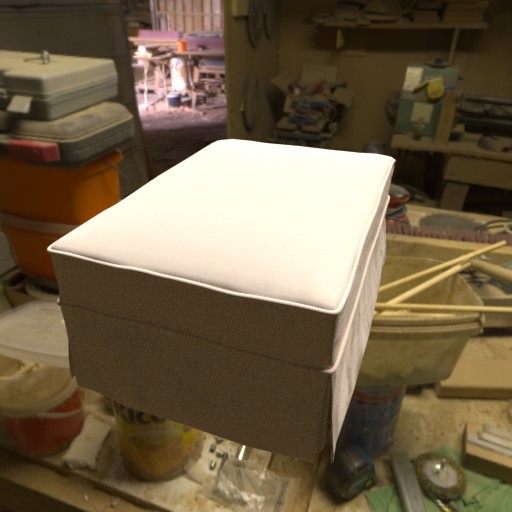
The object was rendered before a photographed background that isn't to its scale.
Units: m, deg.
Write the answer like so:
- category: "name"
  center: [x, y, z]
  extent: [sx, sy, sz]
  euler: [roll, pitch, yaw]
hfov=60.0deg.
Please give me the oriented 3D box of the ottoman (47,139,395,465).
- category: "ottoman"
  center: [0.000, 0.000, 1.300]
  extent: [0.703, 0.479, 0.944]
  euler: [11, 32, 18]
